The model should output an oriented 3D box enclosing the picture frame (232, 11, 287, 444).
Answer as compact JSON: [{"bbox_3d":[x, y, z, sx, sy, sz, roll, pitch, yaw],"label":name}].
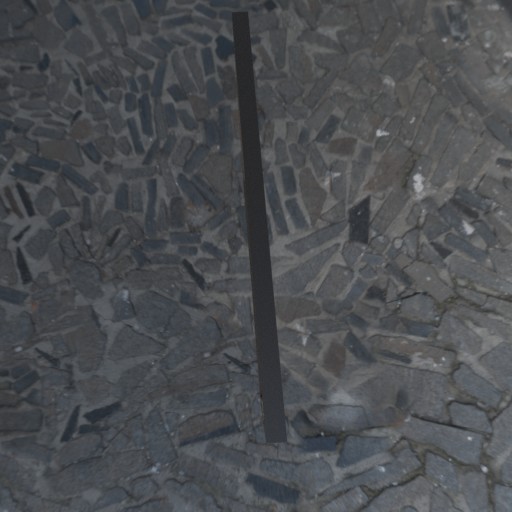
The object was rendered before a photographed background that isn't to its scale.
[{"bbox_3d":[0.000,0.000,1.132,0.032,0.775,0.775,-4,76,-1],"label":"picture frame"}]
